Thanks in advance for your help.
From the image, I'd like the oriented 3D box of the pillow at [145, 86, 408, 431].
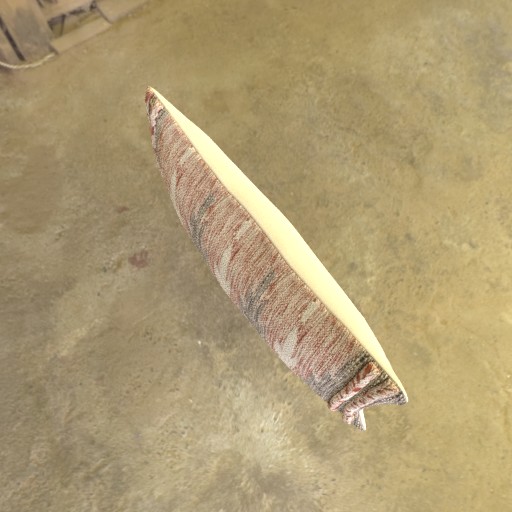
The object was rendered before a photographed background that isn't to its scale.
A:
[{"bbox_3d":[0.000,0.000,0.739,0.139,0.282,0.635,-33,68,-15],"label":"pillow"}]
